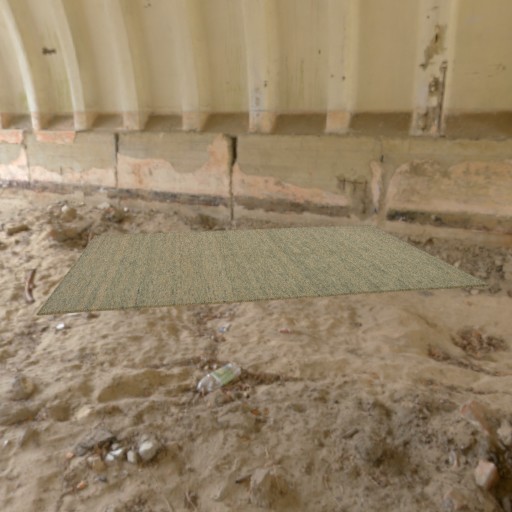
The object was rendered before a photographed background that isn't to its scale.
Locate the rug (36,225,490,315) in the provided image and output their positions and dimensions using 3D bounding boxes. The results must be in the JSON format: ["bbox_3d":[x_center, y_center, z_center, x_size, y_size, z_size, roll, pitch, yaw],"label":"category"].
[{"bbox_3d":[0.000,0.000,2.918,2.283,0.013,1.547,-3,16,-9],"label":"rug"}]
